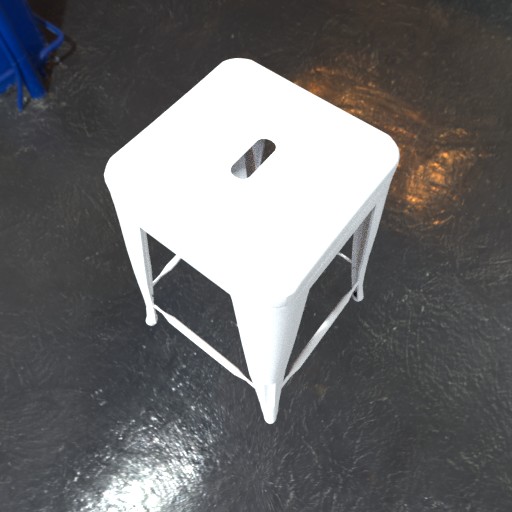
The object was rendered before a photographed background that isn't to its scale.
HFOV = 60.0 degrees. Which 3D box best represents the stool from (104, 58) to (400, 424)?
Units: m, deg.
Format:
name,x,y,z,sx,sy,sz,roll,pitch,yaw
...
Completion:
name,x,y,z,sx,sy,sz,roll,pitch,yaw
stool,0.000,0.000,0.870,0.406,0.610,0.406,35,68,16
